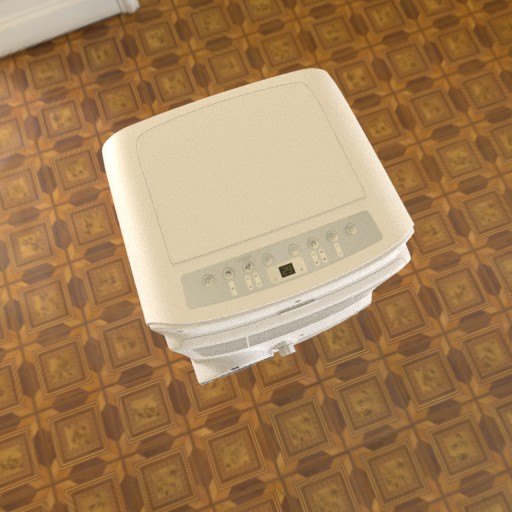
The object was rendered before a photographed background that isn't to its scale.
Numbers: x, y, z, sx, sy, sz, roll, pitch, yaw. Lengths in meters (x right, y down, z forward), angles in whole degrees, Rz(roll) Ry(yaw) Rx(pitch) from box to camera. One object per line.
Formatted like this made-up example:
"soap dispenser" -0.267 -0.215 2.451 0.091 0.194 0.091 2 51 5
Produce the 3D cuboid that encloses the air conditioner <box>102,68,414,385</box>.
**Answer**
"air conditioner" 0.000 0.000 1.030 0.478 0.765 0.467 -20 77 -5
